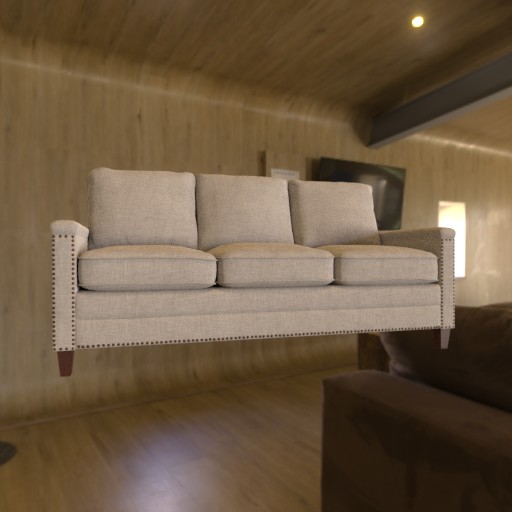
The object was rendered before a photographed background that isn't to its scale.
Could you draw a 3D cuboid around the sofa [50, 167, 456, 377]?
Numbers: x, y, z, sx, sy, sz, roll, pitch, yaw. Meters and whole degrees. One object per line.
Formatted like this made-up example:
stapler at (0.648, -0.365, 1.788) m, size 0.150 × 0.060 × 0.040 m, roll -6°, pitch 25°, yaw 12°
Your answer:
sofa at (0.000, 0.000, 2.386) m, size 1.925 × 0.959 × 0.828 m, roll 0°, pitch 1°, yaw -16°
